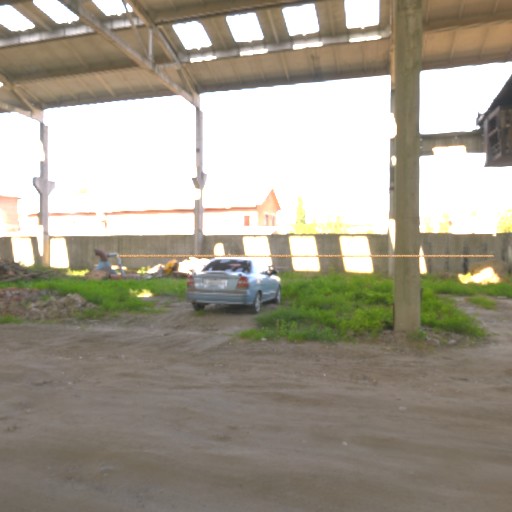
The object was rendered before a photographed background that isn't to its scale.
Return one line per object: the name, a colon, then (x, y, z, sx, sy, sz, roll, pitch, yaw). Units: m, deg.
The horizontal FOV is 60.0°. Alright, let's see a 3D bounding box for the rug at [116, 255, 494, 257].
rug: (0.000, 0.000, 4.073, 2.439, 0.013, 3.048, 0, 0, -17)
